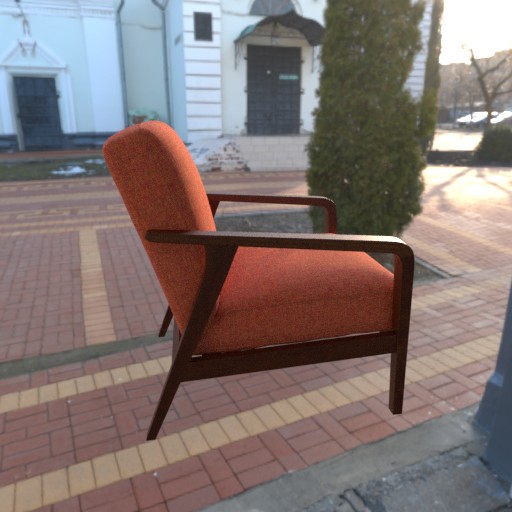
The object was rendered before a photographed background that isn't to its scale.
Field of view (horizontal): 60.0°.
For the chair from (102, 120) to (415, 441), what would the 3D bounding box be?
[{"bbox_3d":[0.000,0.000,1.525,0.860,0.890,0.719,-3,18,-8],"label":"chair"}]
